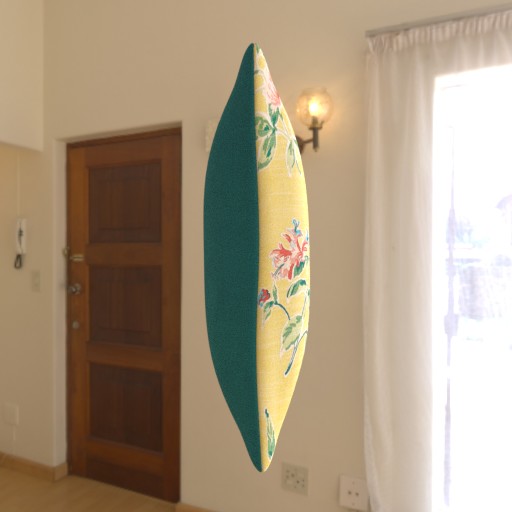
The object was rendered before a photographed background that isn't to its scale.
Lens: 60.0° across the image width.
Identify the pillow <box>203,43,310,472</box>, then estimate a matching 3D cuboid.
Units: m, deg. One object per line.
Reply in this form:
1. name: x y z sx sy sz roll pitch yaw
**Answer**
1. pillow: 0.000 0.000 0.780 0.166 0.508 0.525 0 0 0
